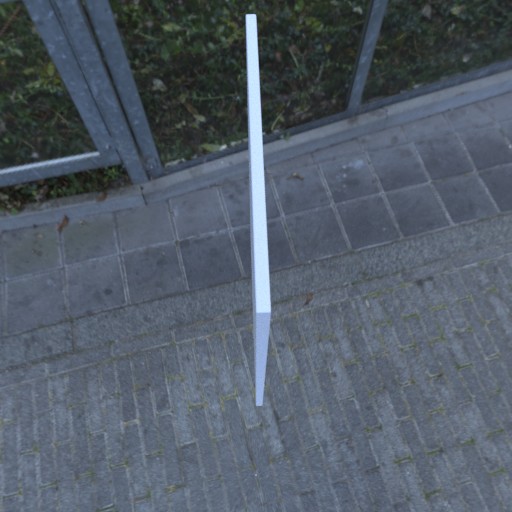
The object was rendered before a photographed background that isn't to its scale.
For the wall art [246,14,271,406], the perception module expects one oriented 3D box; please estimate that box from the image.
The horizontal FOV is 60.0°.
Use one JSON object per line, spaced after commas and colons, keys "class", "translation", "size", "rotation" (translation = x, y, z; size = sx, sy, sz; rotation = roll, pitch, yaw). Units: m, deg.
{"class": "wall art", "translation": [0.000, 0.000, 0.608], "size": [0.011, 0.482, 0.329], "rotation": [-2, 64, -1]}
